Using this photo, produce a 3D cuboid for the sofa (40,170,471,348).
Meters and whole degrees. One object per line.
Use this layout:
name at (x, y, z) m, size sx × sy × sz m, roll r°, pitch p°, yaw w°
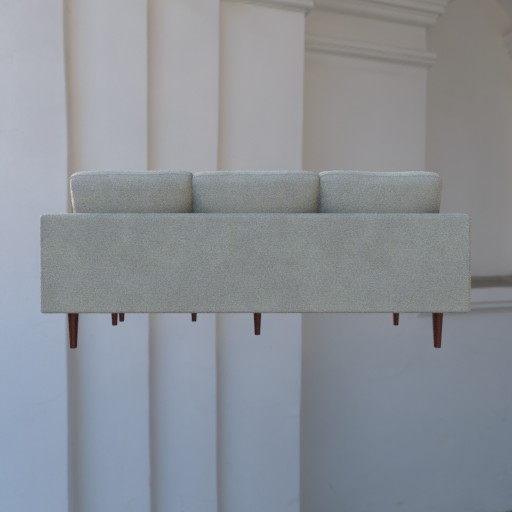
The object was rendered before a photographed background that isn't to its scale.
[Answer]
sofa at (0.000, 0.000, 3.015) m, size 2.233 × 0.956 × 1.504 m, roll 0°, pitch 1°, yaw 0°
